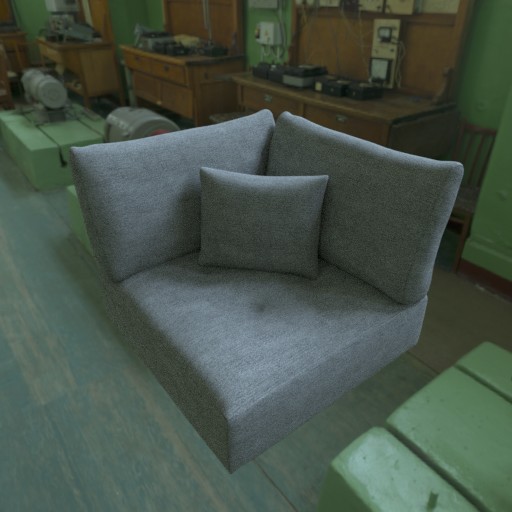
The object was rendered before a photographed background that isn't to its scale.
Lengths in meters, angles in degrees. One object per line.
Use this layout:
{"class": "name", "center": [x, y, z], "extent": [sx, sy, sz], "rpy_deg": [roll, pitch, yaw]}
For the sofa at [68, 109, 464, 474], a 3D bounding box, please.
{"class": "sofa", "center": [0.000, 0.000, 1.719], "extent": [1.000, 0.820, 1.000], "rpy_deg": [-22, 38, -32]}
